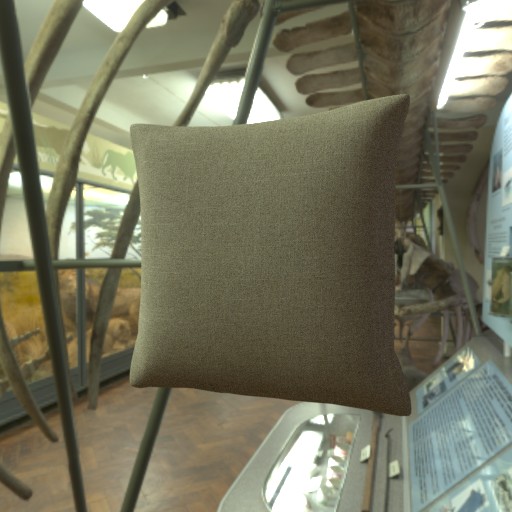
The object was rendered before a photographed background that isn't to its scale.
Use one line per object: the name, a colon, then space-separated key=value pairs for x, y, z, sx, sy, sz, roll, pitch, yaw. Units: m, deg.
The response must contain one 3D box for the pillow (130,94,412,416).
pillow: x=0.000 y=0.000 z=0.656 sx=0.435 sy=0.428 sz=0.148 roll=0 pitch=0 yaw=18
